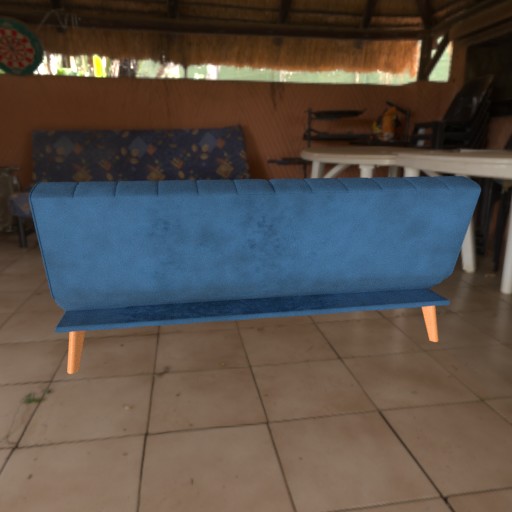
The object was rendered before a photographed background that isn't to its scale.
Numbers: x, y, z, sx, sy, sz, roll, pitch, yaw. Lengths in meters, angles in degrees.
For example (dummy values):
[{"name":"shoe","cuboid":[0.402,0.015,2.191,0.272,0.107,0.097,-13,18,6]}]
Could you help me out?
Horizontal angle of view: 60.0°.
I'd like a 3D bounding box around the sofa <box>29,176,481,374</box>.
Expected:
[{"name":"sofa","cuboid":[0.000,0.000,2.228,1.804,0.813,0.855,-3,15,-10]}]
